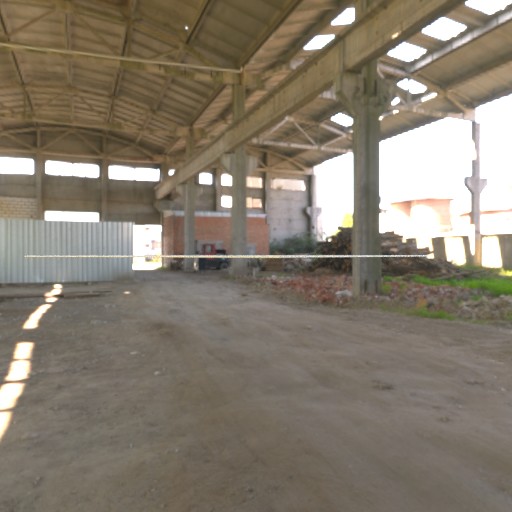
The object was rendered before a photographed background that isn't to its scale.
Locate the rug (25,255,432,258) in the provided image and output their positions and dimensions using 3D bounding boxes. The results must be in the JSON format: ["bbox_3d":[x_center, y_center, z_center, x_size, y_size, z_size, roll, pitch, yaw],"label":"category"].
[{"bbox_3d":[0.000,0.000,4.029,2.363,0.012,2.980,0,0,35],"label":"rug"}]
